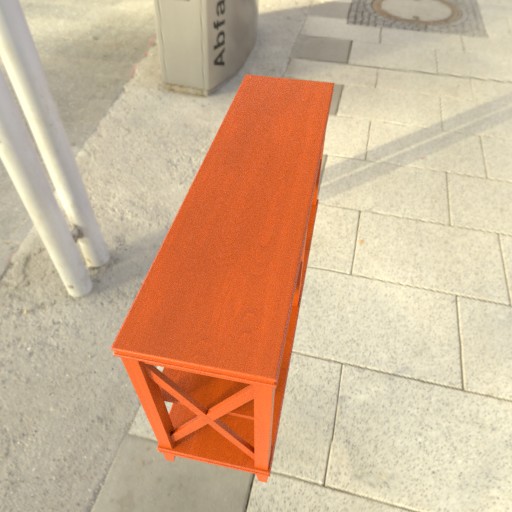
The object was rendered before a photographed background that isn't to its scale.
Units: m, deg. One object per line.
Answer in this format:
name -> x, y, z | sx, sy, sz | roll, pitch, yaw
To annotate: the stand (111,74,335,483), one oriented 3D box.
stand -> 0.000, 0.000, 1.702 | 0.381, 0.762, 1.372 | 9, 48, 8
